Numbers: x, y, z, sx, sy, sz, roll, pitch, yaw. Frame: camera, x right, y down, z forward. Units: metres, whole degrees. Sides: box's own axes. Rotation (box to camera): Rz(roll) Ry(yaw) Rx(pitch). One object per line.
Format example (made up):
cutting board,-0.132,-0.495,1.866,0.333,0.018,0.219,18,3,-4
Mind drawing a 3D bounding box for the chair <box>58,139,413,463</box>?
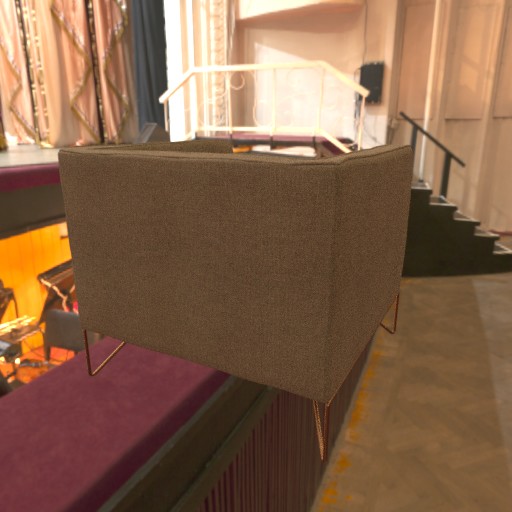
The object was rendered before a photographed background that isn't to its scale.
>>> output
chair,0.000,0.000,1.623,0.920,0.799,0.912,9,19,27
